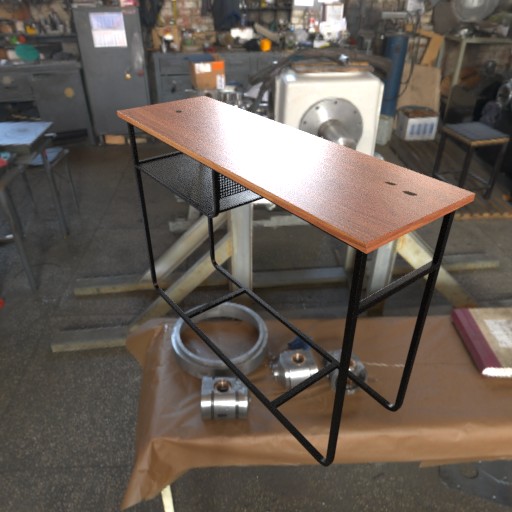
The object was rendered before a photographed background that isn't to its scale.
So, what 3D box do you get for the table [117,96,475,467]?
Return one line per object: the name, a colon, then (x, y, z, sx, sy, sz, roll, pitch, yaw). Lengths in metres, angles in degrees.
table: (0.000, 0.000, 1.437, 0.350, 0.750, 1.100, -23, 39, -31)
